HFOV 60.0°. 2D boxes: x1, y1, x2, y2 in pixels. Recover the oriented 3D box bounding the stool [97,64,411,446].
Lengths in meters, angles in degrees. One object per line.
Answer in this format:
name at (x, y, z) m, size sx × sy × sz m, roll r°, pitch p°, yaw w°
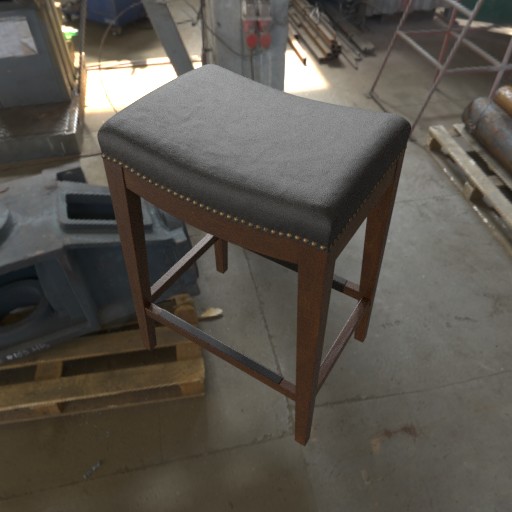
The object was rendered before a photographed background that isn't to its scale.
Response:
stool at (0.000, 0.000, 0.964) m, size 0.490 × 0.664 × 0.353 m, roll 25°, pitch 50°, yaw 22°
